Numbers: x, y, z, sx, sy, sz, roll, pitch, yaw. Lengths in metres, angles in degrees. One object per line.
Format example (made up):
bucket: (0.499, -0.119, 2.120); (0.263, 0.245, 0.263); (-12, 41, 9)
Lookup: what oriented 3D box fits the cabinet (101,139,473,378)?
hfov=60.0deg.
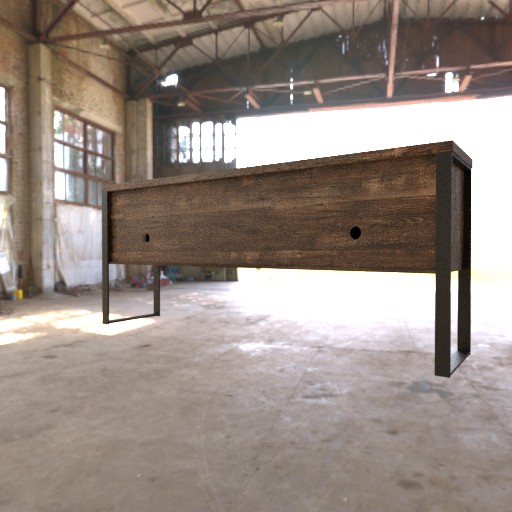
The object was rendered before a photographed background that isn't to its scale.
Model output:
cabinet: (0.000, 0.000, 2.092); (1.800, 0.762, 0.395); (1, 1, 35)
